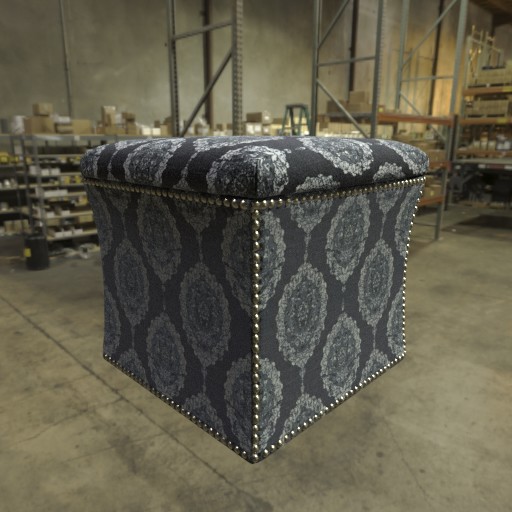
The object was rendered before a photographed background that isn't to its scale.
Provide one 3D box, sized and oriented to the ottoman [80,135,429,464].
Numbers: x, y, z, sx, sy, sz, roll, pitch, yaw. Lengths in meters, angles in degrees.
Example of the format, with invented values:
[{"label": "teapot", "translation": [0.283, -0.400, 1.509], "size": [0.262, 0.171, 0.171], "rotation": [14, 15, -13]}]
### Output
[{"label": "ottoman", "translation": [0.000, 0.000, 0.905], "size": [0.497, 0.475, 0.507], "rotation": [14, 21, 43]}]
